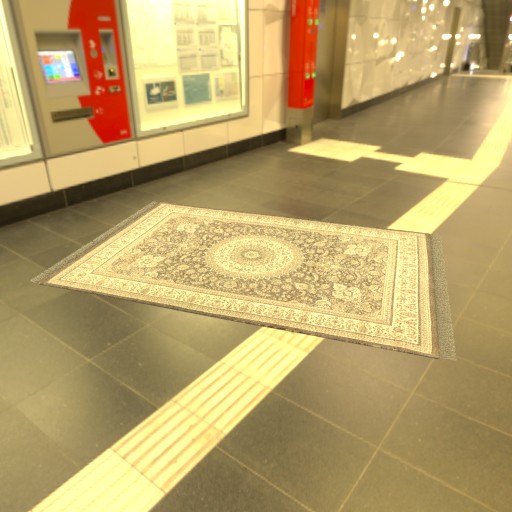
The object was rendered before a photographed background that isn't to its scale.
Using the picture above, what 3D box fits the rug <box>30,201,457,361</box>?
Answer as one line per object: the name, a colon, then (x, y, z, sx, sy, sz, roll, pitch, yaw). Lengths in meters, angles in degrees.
rug: (0.000, 0.000, 4.247, 3.422, 0.015, 2.143, 8, 28, 16)
